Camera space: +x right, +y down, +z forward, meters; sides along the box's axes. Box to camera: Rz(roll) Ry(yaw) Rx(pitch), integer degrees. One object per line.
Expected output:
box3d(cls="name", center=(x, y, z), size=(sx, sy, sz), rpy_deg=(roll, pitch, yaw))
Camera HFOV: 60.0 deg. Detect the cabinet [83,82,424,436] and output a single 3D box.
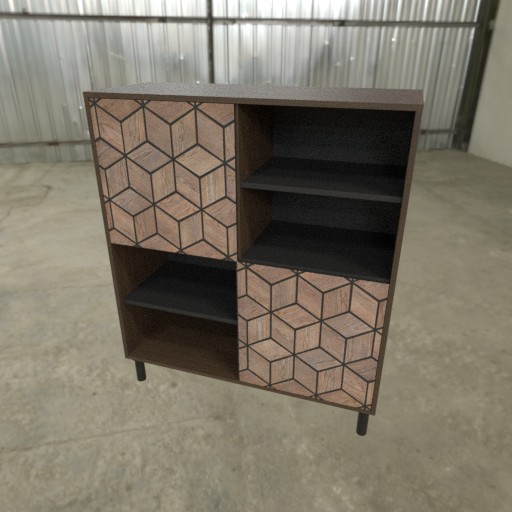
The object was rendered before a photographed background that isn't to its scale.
box3d(cls="cabinet", center=(0.000, 0.000, 1.667), size=(1.010, 1.170, 0.400), rpy_deg=(8, 27, 16))
